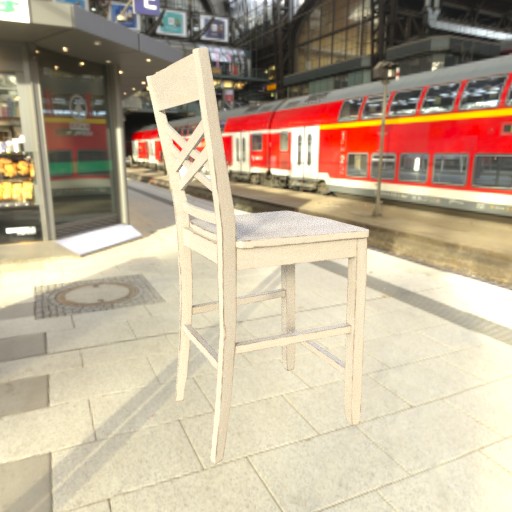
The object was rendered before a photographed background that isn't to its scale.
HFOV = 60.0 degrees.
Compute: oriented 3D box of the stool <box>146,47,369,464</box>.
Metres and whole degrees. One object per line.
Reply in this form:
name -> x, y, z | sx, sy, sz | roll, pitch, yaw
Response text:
stool -> 0.000, 0.000, 1.383 | 0.539, 1.079, 0.462 | -7, 15, -26
